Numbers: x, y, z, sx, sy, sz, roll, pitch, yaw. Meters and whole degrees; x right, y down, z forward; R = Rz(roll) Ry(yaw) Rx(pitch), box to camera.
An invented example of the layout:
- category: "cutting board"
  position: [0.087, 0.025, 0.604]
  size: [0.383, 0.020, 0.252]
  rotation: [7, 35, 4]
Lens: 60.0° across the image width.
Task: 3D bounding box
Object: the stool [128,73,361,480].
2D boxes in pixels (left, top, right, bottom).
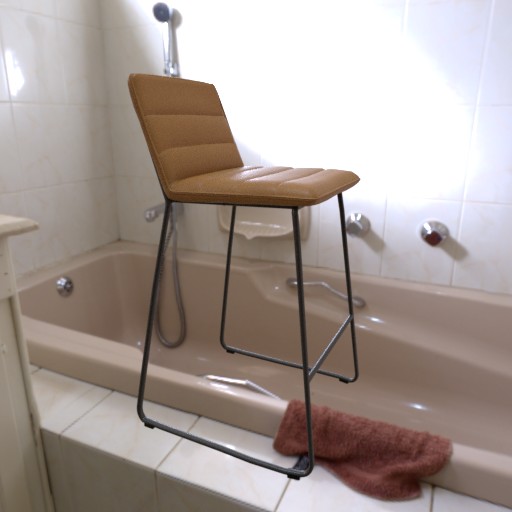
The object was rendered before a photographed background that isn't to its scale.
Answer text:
- category: "stool"
  position: [0.000, 0.000, 1.226]
  size: [0.524, 0.936, 0.489]
  rotation: [8, 19, 25]
